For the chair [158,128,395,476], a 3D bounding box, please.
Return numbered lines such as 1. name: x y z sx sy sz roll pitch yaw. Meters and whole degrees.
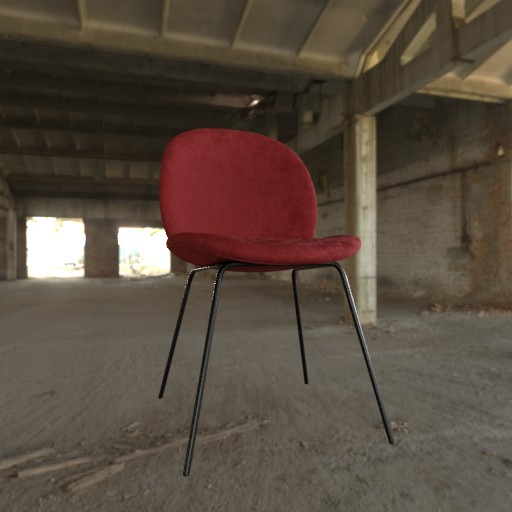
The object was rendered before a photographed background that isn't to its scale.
1. chair: 0.000 0.000 1.126 0.458 0.791 0.587 0 0 -18
